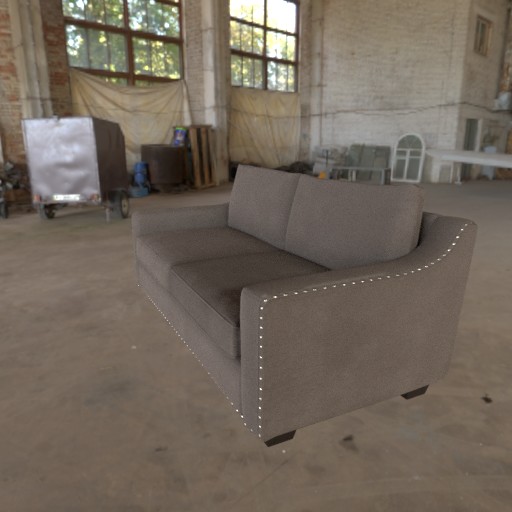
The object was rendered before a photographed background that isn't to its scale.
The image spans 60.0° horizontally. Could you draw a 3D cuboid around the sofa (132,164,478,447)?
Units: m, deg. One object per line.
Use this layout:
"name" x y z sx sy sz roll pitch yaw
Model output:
"sofa" 0.000 0.000 3.227 1.336 1.196 2.550 -7 16 -26
